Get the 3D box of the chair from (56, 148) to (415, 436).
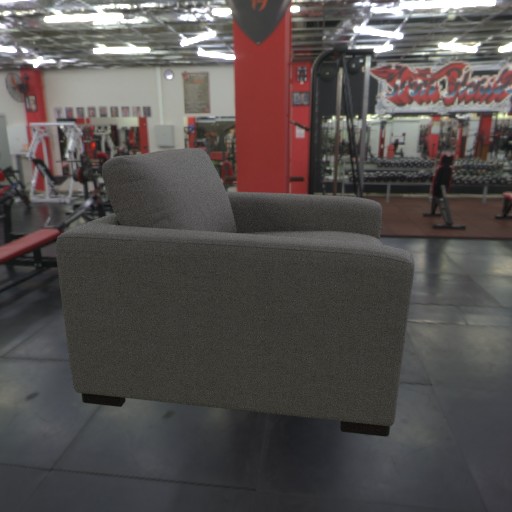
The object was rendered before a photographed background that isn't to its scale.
[{"bbox_3d":[0.000,0.000,1.837,1.100,0.847,1.070,3,16,10],"label":"chair"}]
